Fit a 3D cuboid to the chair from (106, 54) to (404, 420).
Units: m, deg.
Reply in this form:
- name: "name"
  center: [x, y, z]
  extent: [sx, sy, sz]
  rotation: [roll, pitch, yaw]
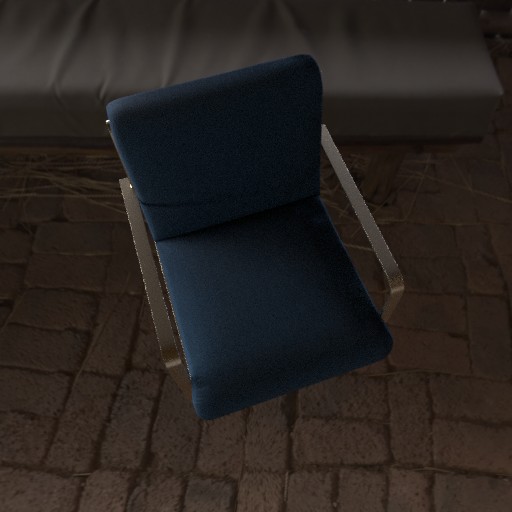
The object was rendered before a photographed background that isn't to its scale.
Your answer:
- name: "chair"
  center: [0.000, 0.000, 1.447]
  extent: [0.692, 0.831, 0.859]
  rotation: [-17, 67, -8]
